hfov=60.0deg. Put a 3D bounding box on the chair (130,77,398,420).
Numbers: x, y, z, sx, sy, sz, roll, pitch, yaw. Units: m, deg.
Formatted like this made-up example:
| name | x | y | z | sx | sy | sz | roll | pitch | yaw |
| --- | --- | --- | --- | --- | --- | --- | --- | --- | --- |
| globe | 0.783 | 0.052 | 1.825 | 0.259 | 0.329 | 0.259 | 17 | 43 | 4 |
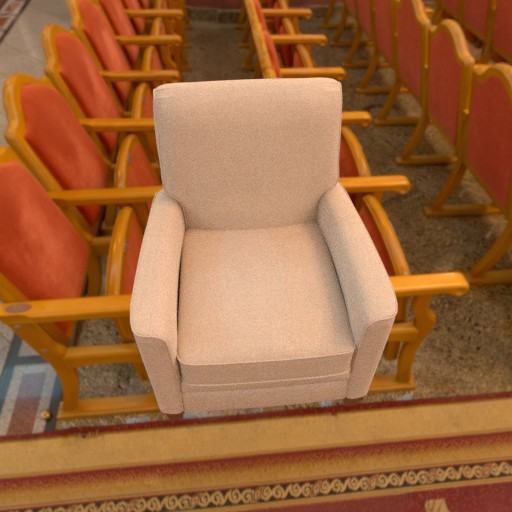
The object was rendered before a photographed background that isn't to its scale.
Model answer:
| name | x | y | z | sx | sy | sz | roll | pitch | yaw |
| --- | --- | --- | --- | --- | --- | --- | --- | --- | --- |
| chair | 0.000 | 0.000 | 1.664 | 0.841 | 1.023 | 0.858 | -4 | 46 | -4 |
